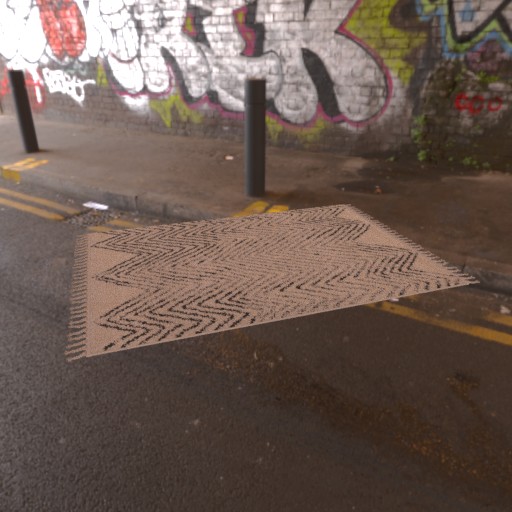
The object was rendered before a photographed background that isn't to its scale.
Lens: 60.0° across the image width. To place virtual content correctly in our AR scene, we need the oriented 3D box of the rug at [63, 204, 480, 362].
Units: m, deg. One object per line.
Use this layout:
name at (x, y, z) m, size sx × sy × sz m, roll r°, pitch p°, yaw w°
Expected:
rug at (0.000, 0.000, 2.348) m, size 1.847 × 0.014 × 1.230 m, roll -8°, pitch 26°, yaw -17°
